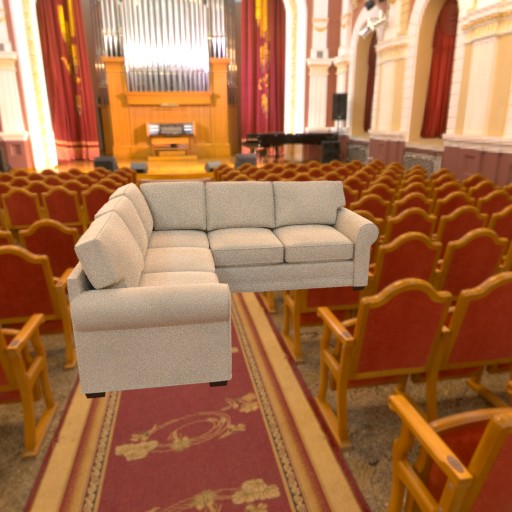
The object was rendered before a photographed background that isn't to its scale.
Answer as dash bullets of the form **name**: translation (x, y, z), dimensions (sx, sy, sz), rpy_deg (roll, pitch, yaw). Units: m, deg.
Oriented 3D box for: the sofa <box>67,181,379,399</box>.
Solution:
- **sofa**: translation (0.000, 0.000, 3.867), dimensions (2.569, 1.054, 2.487), rpy_deg (-3, 17, -9)
